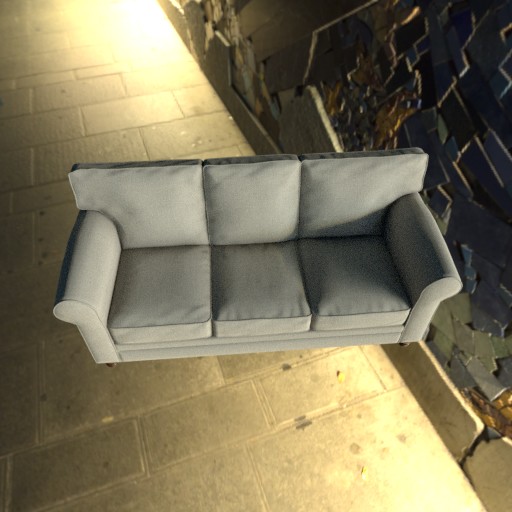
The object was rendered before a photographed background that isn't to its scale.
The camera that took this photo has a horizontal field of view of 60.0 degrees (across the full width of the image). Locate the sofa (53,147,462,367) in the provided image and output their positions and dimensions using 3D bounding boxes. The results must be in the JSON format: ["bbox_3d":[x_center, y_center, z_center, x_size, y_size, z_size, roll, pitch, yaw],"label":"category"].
[{"bbox_3d":[0.000,0.000,2.613,2.084,0.961,0.916,-3,47,-3],"label":"sofa"}]
